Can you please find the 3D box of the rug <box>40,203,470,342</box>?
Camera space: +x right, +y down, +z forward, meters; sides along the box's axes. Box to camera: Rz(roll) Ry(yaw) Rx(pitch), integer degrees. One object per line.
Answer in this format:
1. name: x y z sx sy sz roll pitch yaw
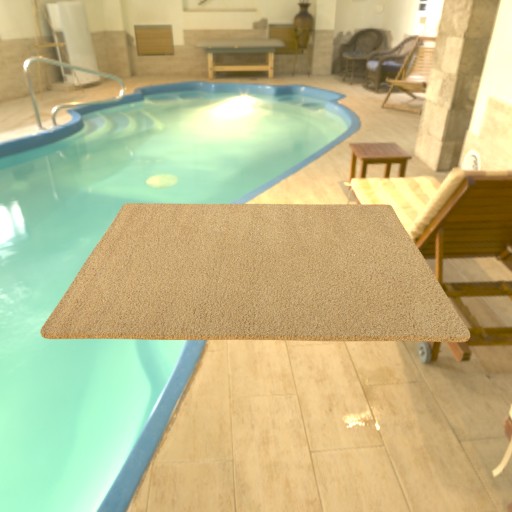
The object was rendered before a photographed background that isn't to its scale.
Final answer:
1. rug: 0.000 0.000 2.144 1.600 0.025 1.199 0 30 1
